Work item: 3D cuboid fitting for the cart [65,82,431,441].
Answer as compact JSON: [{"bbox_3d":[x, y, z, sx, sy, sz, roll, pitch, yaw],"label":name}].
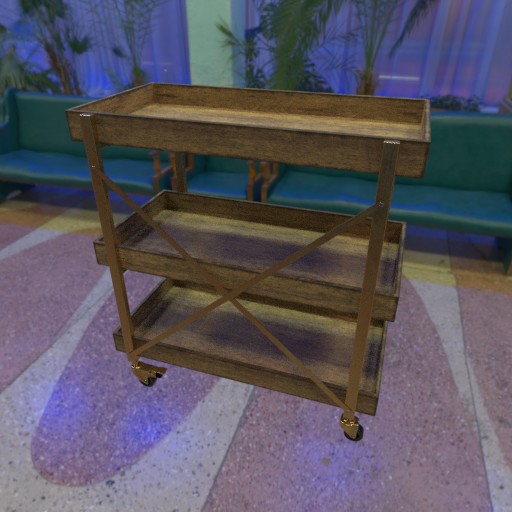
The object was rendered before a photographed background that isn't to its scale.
[{"bbox_3d":[0.000,0.000,1.209,0.750,0.799,0.416,10,32,16],"label":"cart"}]
